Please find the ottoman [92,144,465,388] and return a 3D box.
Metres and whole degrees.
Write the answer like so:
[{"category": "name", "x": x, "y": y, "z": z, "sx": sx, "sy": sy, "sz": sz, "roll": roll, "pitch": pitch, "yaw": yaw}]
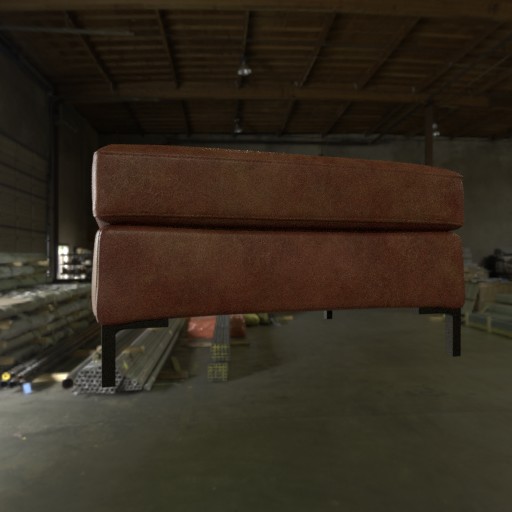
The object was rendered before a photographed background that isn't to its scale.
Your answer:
[{"category": "ottoman", "x": 0.000, "y": 0.000, "z": 1.745, "sx": 1.186, "sy": 0.667, "sz": 0.965, "roll": 0, "pitch": 0, "yaw": -18}]
